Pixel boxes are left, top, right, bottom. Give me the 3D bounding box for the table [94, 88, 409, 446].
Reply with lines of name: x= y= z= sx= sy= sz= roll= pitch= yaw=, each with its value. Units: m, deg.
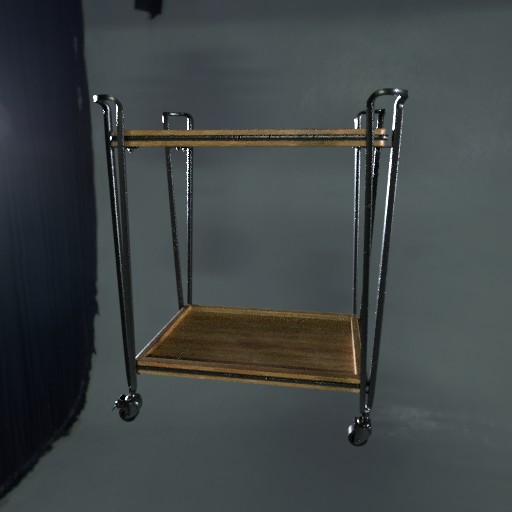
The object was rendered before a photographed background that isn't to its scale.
table: x=0.000 y=0.000 z=1.202 sx=0.672 sy=0.785 sz=0.505 roll=2 pitch=14 yaw=9
